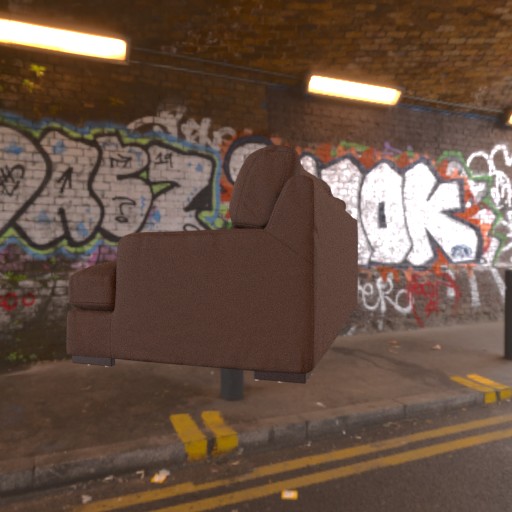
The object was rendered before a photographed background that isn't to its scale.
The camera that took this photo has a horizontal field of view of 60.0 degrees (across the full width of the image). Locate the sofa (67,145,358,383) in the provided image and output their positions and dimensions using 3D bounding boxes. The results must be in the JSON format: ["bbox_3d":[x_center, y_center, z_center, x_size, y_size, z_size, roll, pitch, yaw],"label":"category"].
[{"bbox_3d":[0.000,0.000,2.870,1.140,0.950,2.274,0,1,17],"label":"sofa"}]
